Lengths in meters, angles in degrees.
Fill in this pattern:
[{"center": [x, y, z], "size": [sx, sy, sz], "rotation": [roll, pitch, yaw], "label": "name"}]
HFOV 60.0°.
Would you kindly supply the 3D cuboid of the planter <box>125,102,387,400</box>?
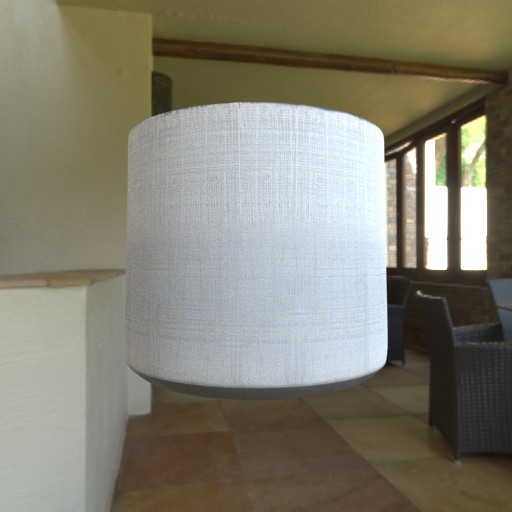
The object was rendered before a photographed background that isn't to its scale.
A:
[{"center": [0.000, 0.000, 0.398], "size": [0.226, 0.201, 0.226], "rotation": [0, -1, 0], "label": "planter"}]
